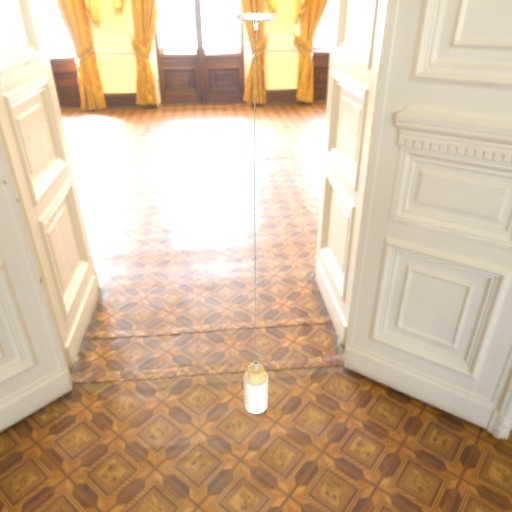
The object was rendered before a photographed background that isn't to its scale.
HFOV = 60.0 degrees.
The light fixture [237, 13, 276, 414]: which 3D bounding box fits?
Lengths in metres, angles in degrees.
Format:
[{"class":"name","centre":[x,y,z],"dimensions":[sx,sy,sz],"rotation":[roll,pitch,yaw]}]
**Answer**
[{"class":"light fixture","centre":[0.000,0.000,1.873],"dimensions":[0.125,1.798,0.125],"rotation":[22,37,33]}]
